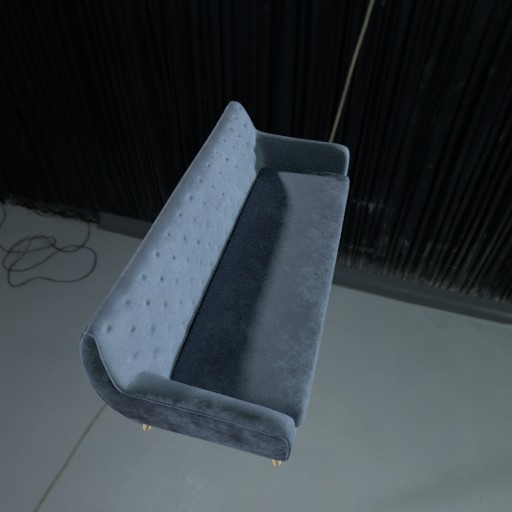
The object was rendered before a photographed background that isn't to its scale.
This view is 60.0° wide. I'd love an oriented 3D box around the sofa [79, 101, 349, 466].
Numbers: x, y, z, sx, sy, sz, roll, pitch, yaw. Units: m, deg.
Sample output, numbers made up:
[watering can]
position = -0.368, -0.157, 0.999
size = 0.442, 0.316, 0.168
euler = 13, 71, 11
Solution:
[sofa]
position = 0.000, 0.000, 2.390
size = 0.841, 0.832, 1.975
euler = 10, 46, 10
